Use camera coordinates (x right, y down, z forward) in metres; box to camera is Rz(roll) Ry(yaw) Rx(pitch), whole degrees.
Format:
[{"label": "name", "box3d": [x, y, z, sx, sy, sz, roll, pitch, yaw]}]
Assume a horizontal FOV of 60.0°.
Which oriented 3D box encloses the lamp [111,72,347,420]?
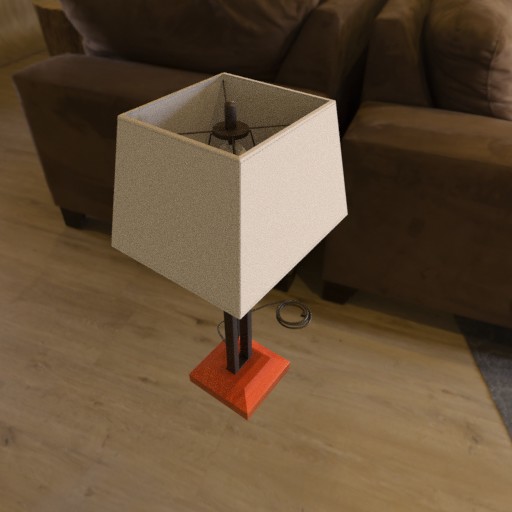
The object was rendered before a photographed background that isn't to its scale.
[{"label": "lamp", "box3d": [0.000, 0.000, 0.988, 0.310, 0.737, 0.498, 26, 46, 27]}]
